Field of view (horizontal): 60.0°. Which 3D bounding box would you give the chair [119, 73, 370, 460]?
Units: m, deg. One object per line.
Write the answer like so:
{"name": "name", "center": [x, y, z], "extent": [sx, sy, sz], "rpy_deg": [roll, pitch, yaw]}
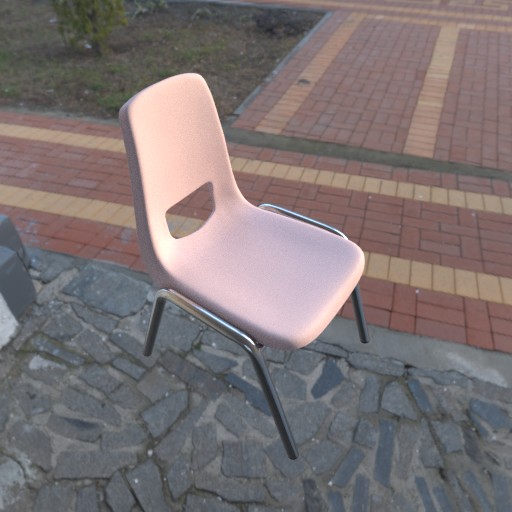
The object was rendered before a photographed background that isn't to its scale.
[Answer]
{"name": "chair", "center": [0.000, 0.000, 0.848], "extent": [0.423, 0.586, 0.354], "rpy_deg": [24, 47, 25]}
